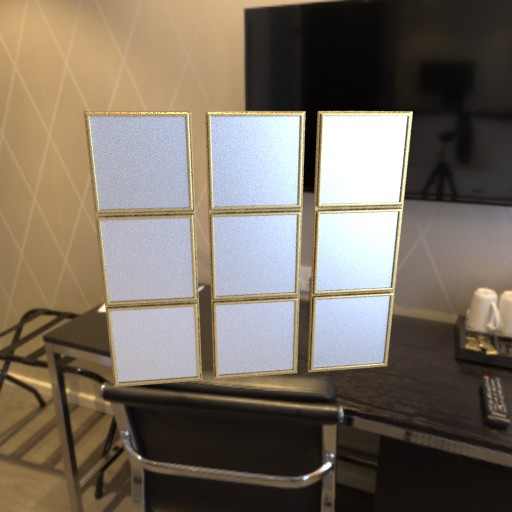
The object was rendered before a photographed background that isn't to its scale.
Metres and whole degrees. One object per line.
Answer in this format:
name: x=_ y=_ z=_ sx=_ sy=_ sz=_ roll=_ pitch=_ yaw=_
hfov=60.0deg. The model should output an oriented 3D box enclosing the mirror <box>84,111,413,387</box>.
mirror: x=0.000 y=0.000 z=1.492 sx=1.011 sy=0.926 sz=0.023 roll=-2 pitch=18 yaw=-7
